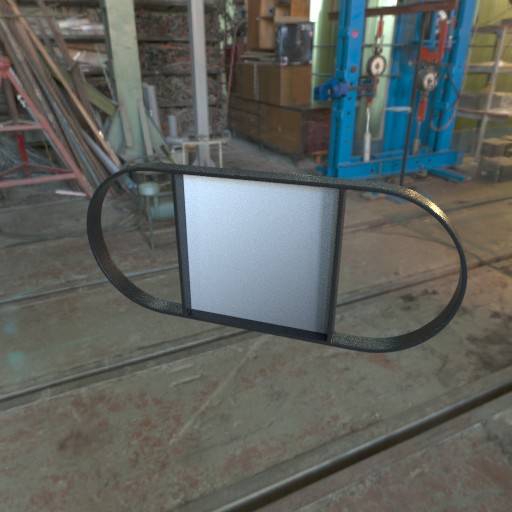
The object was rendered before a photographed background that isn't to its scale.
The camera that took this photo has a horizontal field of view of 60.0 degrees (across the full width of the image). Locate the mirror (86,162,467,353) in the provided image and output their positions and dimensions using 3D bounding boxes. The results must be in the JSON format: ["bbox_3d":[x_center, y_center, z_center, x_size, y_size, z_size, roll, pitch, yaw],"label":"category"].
[{"bbox_3d":[0.000,0.000,0.672,0.584,0.254,0.032,8,27,17],"label":"mirror"}]
